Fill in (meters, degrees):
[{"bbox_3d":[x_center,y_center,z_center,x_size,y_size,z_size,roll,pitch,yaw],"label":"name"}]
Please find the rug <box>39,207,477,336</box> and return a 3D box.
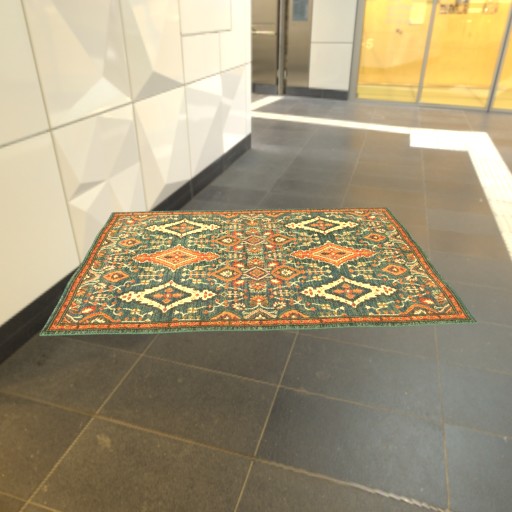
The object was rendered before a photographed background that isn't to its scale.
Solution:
[{"bbox_3d":[0.000,0.000,3.067,2.373,0.009,1.622,-1,29,-2],"label":"rug"}]
